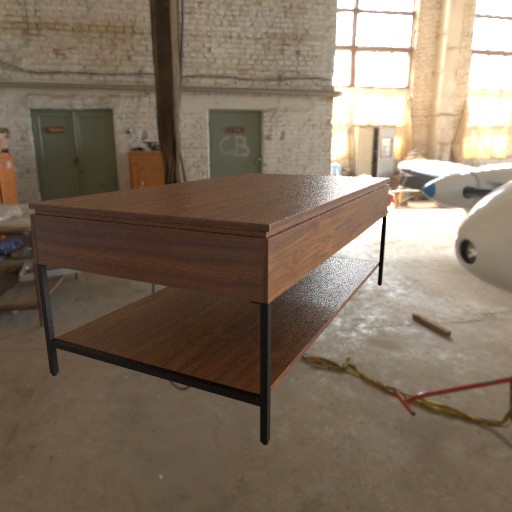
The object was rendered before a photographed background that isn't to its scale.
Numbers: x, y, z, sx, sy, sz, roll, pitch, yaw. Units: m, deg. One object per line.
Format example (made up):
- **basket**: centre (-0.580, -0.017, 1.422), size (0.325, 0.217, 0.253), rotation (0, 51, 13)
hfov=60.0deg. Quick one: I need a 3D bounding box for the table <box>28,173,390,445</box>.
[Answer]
- **table**: centre (0.000, 0.000, 1.343), size (0.574, 0.414, 1.057), rotation (7, 16, 26)
